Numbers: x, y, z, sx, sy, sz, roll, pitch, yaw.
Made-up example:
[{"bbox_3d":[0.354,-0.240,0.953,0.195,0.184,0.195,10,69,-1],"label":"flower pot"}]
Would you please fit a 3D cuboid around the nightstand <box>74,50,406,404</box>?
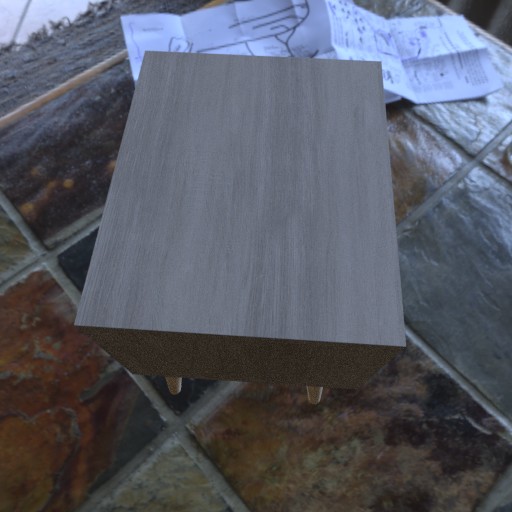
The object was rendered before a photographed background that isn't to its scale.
[{"bbox_3d":[0.000,0.000,0.816,0.380,0.500,0.450,3,63,2],"label":"nightstand"}]
